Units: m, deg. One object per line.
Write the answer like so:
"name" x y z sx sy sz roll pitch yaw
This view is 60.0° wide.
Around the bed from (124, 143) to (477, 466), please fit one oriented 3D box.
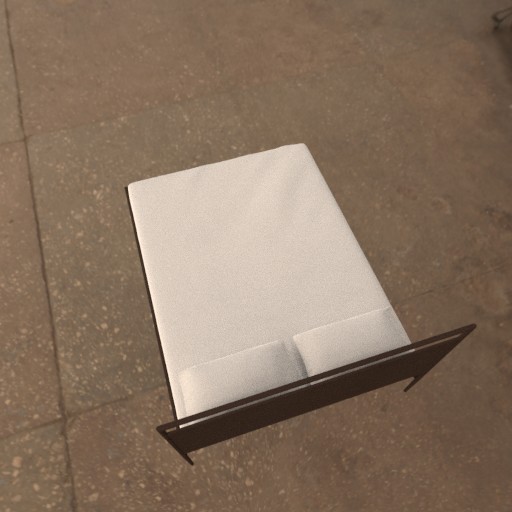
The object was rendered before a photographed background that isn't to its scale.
"bed" 0.000 0.000 3.048 1.572 1.173 2.122 -15 59 -9
